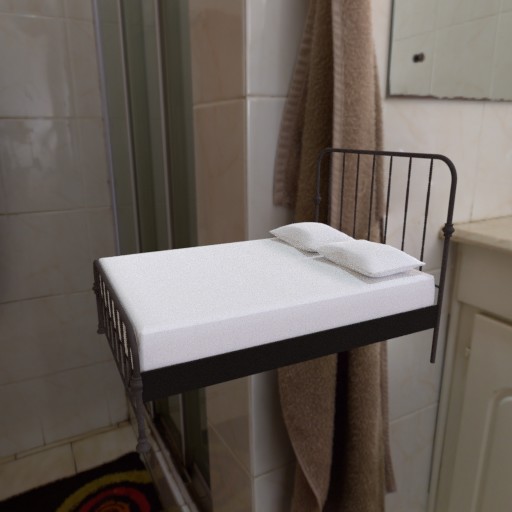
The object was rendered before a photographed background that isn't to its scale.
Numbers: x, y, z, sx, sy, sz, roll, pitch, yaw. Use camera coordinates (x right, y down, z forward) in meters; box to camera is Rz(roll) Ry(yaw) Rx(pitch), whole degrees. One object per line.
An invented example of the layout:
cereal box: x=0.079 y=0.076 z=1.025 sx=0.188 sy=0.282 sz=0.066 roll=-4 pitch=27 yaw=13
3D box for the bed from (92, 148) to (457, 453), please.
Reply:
bed: x=0.000 y=0.000 z=3.203 sx=2.134 sy=1.446 sz=1.616 roll=-8 pitch=17 yaw=-25
